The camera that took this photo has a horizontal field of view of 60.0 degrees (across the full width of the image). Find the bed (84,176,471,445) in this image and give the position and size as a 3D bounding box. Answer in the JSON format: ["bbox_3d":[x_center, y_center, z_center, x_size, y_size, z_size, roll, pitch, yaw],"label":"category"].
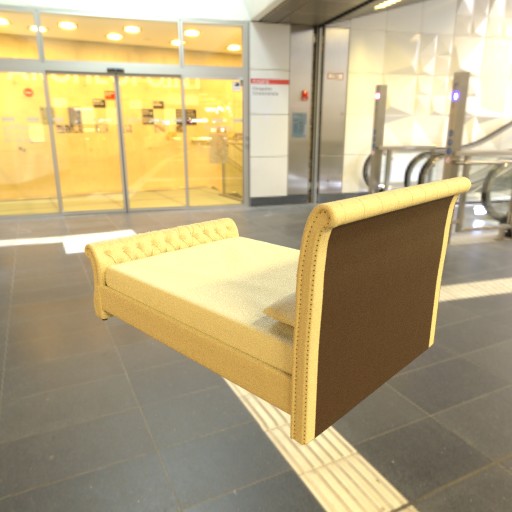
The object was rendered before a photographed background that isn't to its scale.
[{"bbox_3d":[0.000,0.000,3.423,2.493,1.268,1.606,15,22,42],"label":"bed"}]
